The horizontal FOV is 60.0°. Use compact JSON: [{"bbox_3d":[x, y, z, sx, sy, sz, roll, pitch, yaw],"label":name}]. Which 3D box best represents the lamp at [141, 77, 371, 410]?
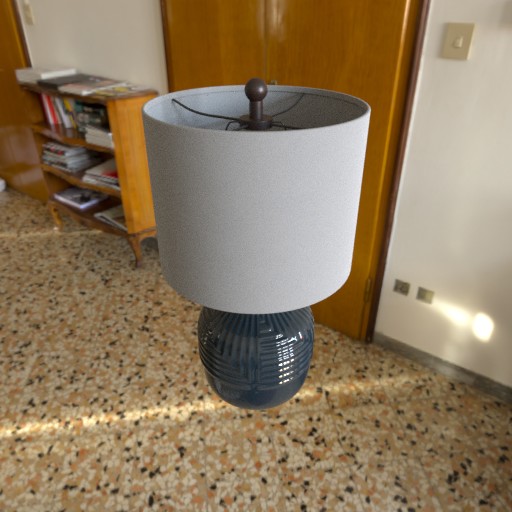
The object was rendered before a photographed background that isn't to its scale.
[{"bbox_3d":[0.000,0.000,0.753,0.318,0.567,0.318,0,30,0],"label":"lamp"}]
